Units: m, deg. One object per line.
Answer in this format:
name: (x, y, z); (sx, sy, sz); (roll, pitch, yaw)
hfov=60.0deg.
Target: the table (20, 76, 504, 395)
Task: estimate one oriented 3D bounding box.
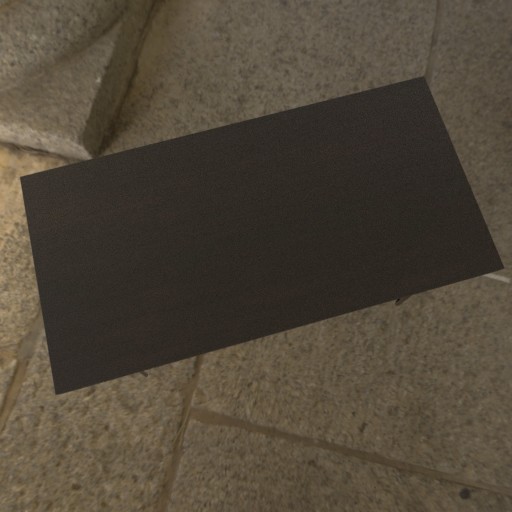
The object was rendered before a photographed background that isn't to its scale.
table: (0.000, 0.000, 1.315); (0.991, 0.660, 0.499); (-15, 77, -4)
